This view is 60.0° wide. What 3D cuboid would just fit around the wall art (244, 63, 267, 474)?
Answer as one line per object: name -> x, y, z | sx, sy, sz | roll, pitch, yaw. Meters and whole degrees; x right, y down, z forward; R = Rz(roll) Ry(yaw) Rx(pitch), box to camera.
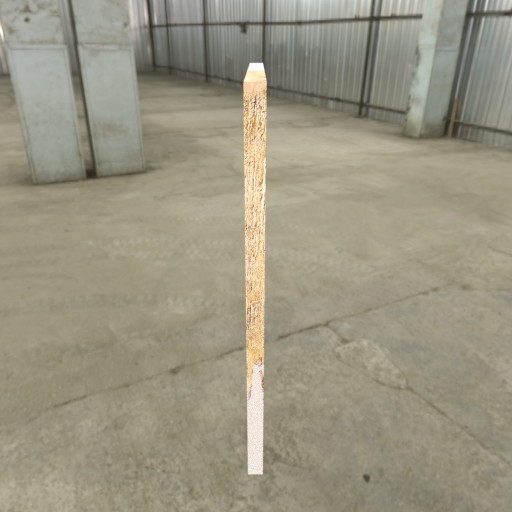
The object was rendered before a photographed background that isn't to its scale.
wall art -> 0.000, 0.000, 1.174 | 0.039, 0.911, 0.607 | 0, 26, 0
